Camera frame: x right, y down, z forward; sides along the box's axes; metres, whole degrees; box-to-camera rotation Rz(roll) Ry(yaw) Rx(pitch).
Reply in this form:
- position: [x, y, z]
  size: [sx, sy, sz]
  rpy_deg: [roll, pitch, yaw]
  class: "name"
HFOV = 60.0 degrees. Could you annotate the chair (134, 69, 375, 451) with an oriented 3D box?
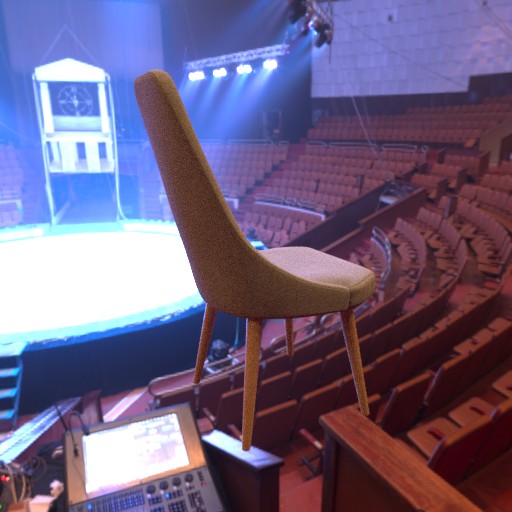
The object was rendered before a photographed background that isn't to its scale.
- position: [0.000, 0.000, 1.402]
  size: [0.660, 1.040, 0.510]
  rpy_deg: [-7, 16, -27]
  class: "chair"
